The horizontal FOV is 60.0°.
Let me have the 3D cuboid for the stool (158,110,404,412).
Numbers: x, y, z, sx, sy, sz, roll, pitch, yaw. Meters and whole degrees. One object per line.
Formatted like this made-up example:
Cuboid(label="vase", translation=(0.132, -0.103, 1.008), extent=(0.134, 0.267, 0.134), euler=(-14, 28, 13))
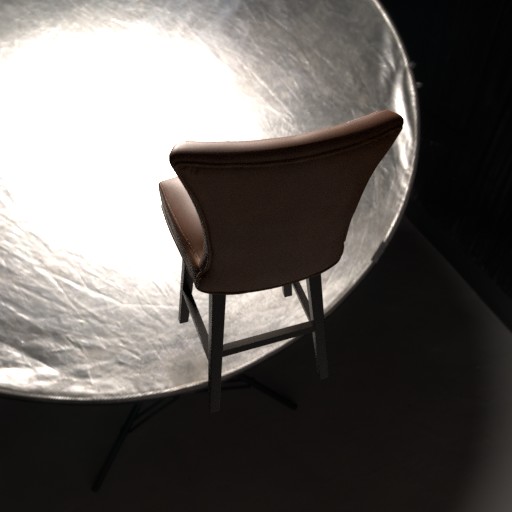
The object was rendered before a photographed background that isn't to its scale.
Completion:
Cuboid(label="stool", translation=(0.000, 0.000, 1.419), extent=(0.522, 1.094, 0.585), euler=(-13, 44, -13))
